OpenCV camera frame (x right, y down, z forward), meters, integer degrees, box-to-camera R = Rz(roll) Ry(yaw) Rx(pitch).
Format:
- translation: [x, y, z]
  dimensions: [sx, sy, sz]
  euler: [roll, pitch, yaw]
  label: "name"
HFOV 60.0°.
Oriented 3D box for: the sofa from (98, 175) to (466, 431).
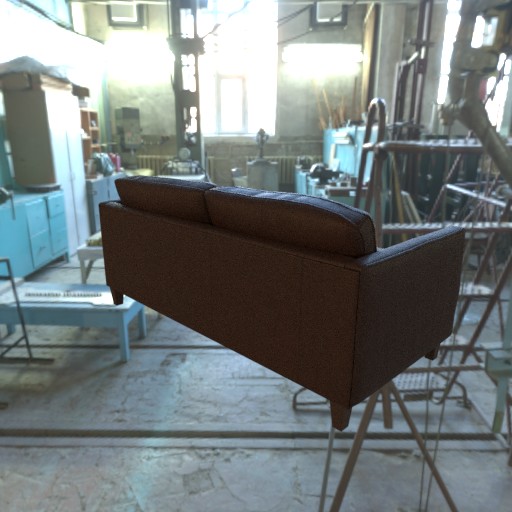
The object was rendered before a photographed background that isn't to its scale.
- translation: [0.000, 0.000, 2.513]
  dimensions: [0.923, 0.863, 1.971]
  euler: [-15, 21, -42]
  label: "sofa"
